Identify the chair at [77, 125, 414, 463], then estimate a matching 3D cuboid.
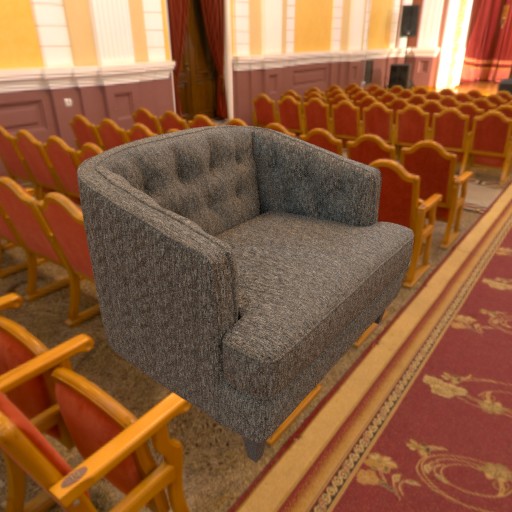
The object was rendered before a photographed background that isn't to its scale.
[{"bbox_3d":[0.000,0.000,1.754,0.941,0.852,1.104,19,32,33],"label":"chair"}]
